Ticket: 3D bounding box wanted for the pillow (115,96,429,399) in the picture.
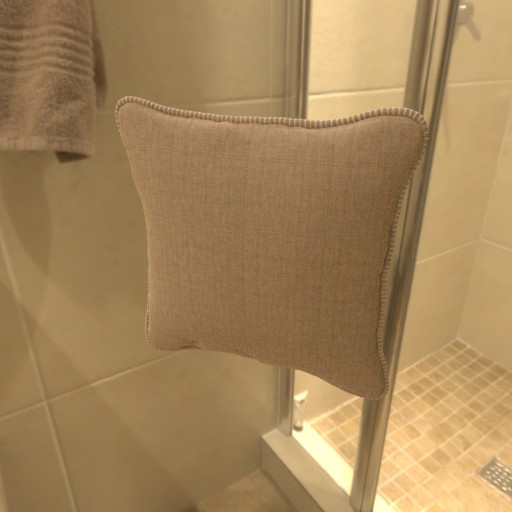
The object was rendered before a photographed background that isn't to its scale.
[{"bbox_3d":[0.000,0.000,0.745,0.485,0.494,0.124,8,27,17],"label":"pillow"}]
